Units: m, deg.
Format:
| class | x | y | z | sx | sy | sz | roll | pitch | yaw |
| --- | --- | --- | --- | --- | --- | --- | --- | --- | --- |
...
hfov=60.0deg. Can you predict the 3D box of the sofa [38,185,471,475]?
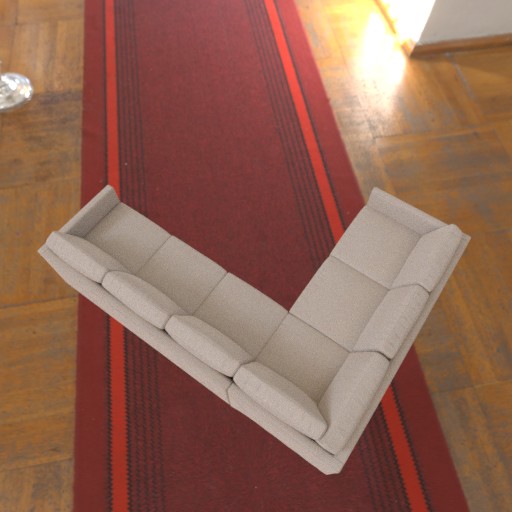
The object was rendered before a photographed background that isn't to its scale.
| class | x | y | z | sx | sy | sz | roll | pitch | yaw |
| --- | --- | --- | --- | --- | --- | --- | --- | --- | --- |
| sofa | 0.000 | 0.000 | 4.278 | 3.182 | 0.871 | 2.432 | 32 | 67 | 15 |
